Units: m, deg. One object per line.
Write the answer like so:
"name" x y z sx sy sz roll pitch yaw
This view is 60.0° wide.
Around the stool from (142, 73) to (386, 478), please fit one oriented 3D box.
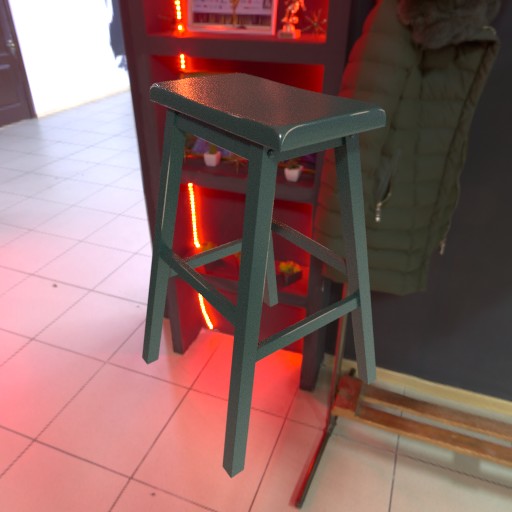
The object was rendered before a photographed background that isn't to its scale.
"stool" 0.000 0.000 1.048 0.476 0.737 0.457 -21 37 -31
